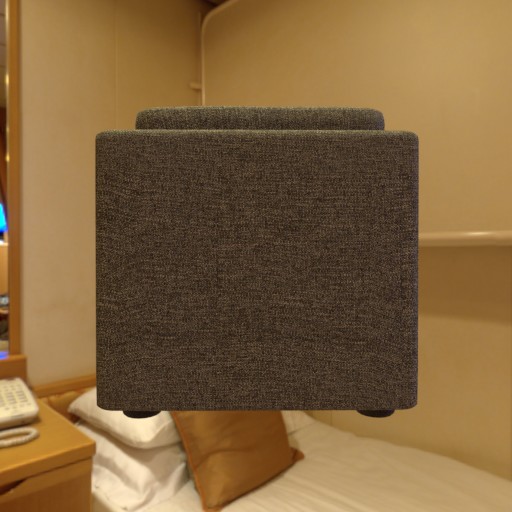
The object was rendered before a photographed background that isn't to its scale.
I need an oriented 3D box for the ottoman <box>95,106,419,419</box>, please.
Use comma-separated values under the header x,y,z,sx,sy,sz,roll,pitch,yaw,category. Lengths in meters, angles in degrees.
x,y,z,sx,sy,sz,roll,pitch,yaw,category
0.000,0.000,0.825,0.450,0.460,0.450,0,1,-1,ottoman
